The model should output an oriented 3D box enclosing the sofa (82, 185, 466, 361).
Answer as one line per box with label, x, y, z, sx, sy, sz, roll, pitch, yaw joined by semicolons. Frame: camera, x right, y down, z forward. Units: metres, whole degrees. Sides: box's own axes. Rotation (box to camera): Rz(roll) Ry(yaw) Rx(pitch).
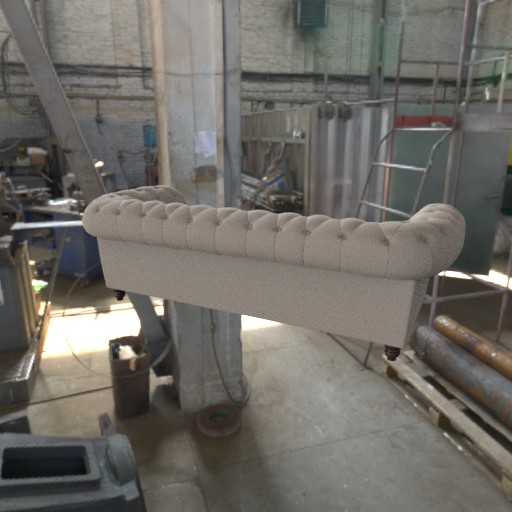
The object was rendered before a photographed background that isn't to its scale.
sofa;0.000;0.000;2.881;2.411;0.749;0.991;8;17;26
